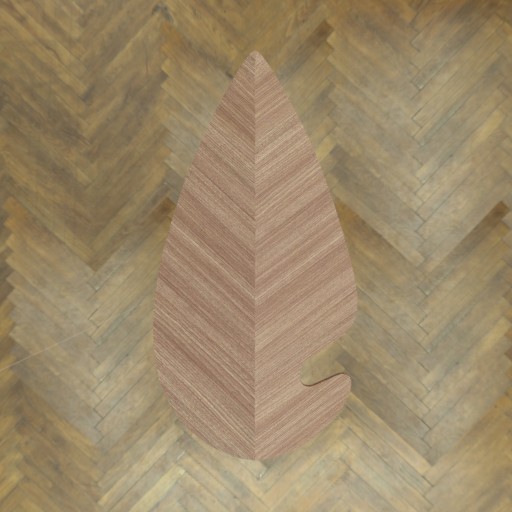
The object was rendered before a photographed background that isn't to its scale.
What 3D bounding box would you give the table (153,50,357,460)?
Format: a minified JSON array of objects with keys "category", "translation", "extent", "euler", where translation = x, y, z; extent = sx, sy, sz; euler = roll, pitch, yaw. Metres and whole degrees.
[{"category":"table","translation":[0.000,0.000,1.475],"extent":[0.598,0.360,1.199],"euler":[0,91,1]}]
